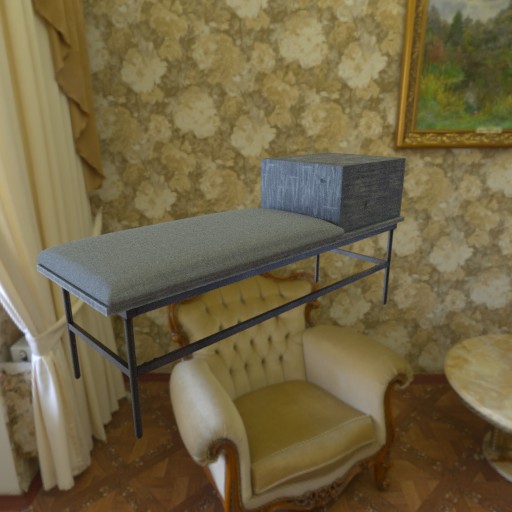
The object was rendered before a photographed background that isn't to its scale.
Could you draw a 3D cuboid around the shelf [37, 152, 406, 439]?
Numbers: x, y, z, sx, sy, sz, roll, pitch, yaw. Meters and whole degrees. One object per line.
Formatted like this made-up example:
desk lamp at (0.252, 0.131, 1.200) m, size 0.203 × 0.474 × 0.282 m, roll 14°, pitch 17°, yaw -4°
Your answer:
shelf at (0.000, 0.000, 1.596) m, size 1.342 × 0.633 × 0.457 m, roll -16°, pitch 24°, yaw -42°
